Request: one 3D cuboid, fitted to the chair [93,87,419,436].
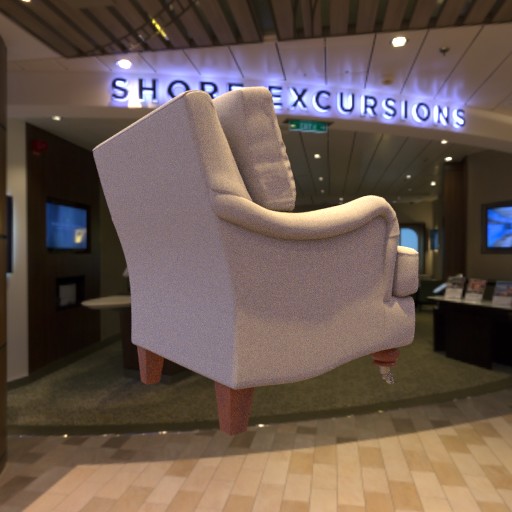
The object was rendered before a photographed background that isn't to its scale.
[{"bbox_3d":[0.000,0.000,1.821,1.078,1.076,0.895,0,1,-36],"label":"chair"}]
